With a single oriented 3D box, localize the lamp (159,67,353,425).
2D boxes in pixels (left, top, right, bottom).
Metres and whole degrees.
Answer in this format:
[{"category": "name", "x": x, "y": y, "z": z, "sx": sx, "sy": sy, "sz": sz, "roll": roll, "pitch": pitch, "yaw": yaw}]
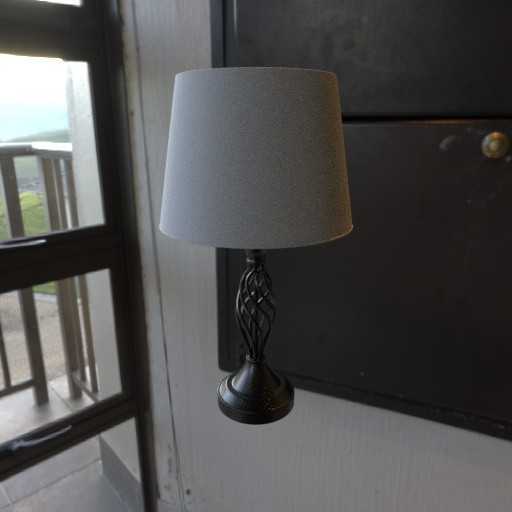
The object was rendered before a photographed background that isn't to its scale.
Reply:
[{"category": "lamp", "x": 0.000, "y": 0.000, "z": 0.789, "sx": 0.331, "sy": 0.594, "sz": 0.331, "roll": 0, "pitch": 17, "yaw": 0}]
